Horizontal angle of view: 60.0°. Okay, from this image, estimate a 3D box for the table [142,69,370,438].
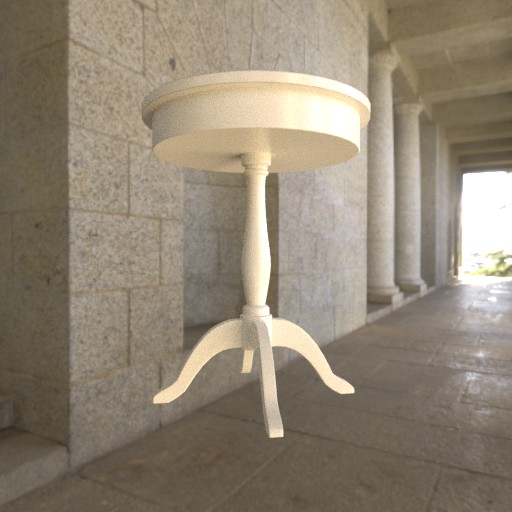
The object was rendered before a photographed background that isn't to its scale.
[{"bbox_3d":[0.000,0.000,1.027,0.513,0.653,0.513,0,1,0],"label":"table"}]
